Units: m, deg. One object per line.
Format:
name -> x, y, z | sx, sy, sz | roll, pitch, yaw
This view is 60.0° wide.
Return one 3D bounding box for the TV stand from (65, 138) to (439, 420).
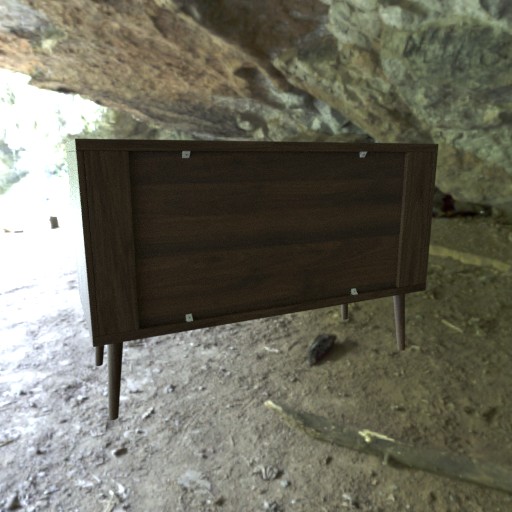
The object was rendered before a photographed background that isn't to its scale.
TV stand -> 0.000, 0.000, 1.341 | 0.990, 0.660, 0.405 | -6, 14, -25
